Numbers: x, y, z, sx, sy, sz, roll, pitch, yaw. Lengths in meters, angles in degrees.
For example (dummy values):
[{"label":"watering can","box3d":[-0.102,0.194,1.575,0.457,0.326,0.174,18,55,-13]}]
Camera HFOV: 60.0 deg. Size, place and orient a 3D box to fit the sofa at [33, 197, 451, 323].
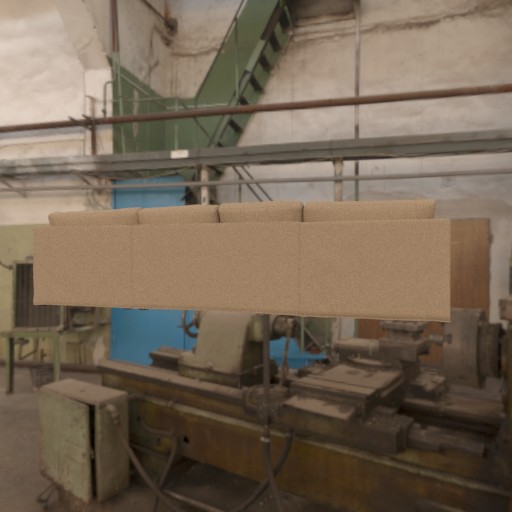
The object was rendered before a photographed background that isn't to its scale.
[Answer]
[{"label":"sofa","box3d":[0.000,0.000,4.574,3.460,0.882,2.427,0,0,17]}]
